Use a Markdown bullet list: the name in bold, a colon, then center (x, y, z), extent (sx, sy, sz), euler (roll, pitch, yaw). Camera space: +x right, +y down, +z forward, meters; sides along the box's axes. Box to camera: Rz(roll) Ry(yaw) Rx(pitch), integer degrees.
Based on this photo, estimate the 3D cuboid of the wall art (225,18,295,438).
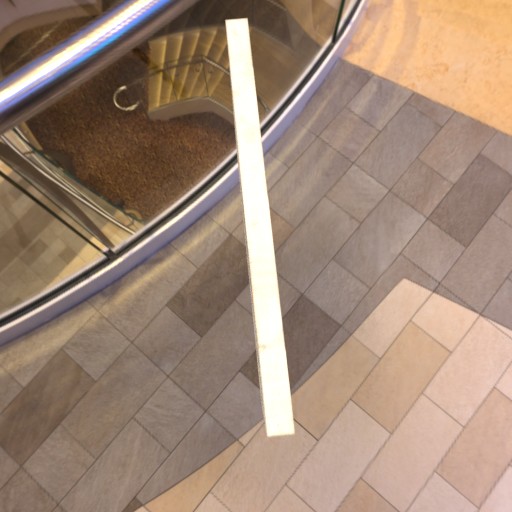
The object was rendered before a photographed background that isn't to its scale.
- **wall art**: center (0.000, 0.000, 0.757), extent (0.029, 0.506, 0.508), euler (-6, 76, -1)
